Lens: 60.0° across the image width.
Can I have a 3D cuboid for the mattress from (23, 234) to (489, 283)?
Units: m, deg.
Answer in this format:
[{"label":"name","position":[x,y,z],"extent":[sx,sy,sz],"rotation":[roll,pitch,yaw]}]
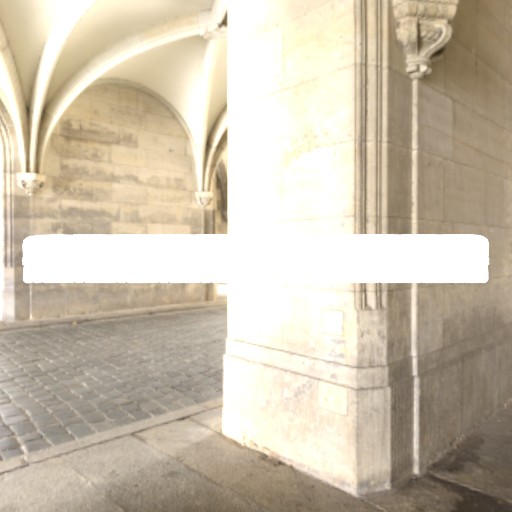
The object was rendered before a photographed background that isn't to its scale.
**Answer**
[{"label":"mattress","position":[0.000,0.000,2.588],"extent":[1.900,0.200,1.600],"rotation":[0,1,0]}]
